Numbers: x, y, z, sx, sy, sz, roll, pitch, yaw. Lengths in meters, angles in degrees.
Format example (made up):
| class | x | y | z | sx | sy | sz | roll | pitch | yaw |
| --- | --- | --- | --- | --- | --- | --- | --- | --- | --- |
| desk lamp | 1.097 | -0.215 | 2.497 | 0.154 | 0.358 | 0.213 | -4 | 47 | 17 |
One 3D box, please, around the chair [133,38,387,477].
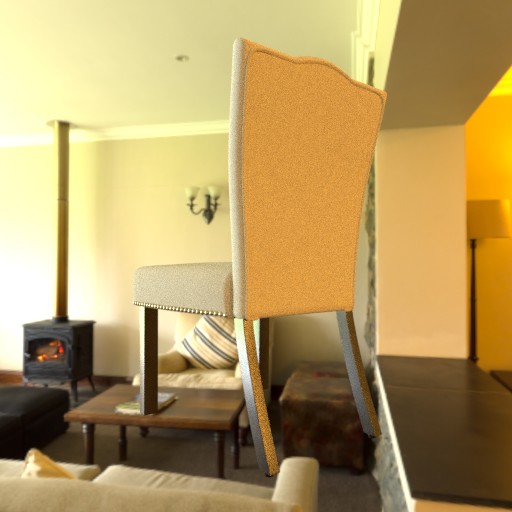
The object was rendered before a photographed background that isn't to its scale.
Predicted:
| class | x | y | z | sx | sy | sz | roll | pitch | yaw |
| --- | --- | --- | --- | --- | --- | --- | --- | --- | --- |
| chair | 0.000 | 0.000 | 1.275 | 0.518 | 0.946 | 0.589 | 1 | -1 | -37 |
